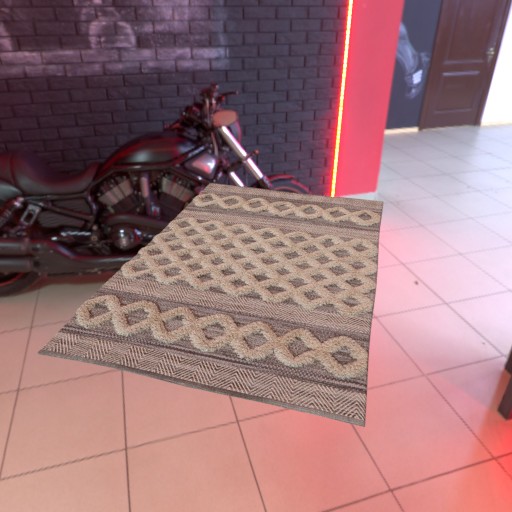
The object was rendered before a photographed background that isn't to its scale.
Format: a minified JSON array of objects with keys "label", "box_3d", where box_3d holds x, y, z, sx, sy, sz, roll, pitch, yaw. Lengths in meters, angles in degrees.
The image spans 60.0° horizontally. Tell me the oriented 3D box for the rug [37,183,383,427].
[{"label":"rug","box_3d":[0.000,0.000,2.284,1.222,0.030,1.823,8,31,14]}]
